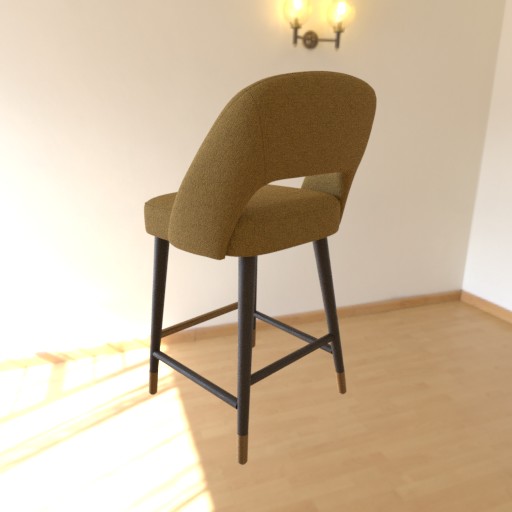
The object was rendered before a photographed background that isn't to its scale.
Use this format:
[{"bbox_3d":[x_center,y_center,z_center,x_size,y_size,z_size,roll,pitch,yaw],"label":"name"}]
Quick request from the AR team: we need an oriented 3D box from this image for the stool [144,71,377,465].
[{"bbox_3d":[0.000,0.000,1.260,0.536,0.939,0.522,-16,23,-42],"label":"stool"}]
